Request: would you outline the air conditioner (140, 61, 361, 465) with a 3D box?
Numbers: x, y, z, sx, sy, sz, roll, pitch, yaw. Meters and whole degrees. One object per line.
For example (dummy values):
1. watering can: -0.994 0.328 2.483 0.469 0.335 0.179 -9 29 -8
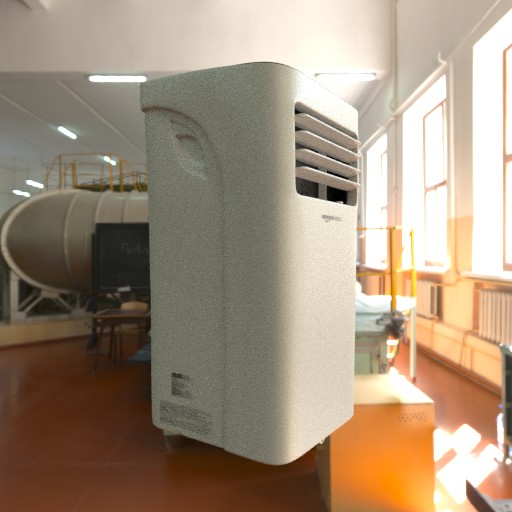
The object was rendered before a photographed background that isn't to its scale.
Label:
1. air conditioner: 0.000 0.000 0.934 0.369 0.716 0.352 0 0 35
